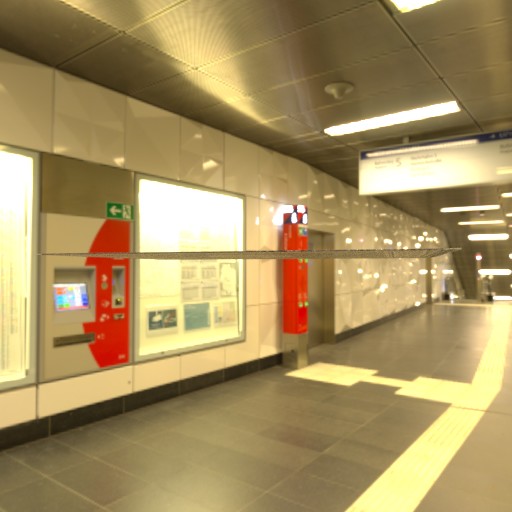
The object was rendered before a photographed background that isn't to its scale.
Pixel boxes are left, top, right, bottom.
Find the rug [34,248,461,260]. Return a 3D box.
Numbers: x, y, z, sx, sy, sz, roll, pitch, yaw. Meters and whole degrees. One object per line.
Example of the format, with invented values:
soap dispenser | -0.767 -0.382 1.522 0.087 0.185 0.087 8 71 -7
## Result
rug | 0.000 0.000 4.354 3.422 0.015 2.143 -1 -2 17
